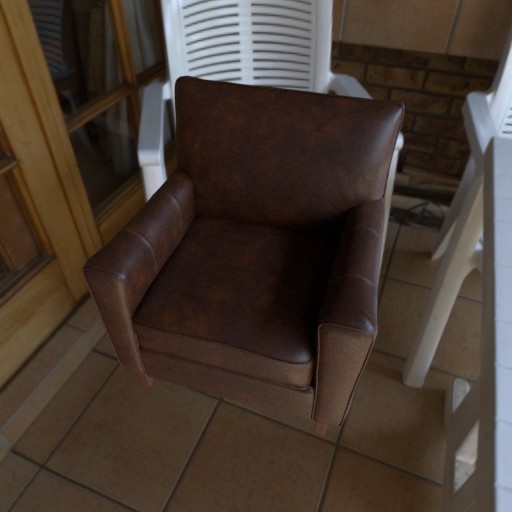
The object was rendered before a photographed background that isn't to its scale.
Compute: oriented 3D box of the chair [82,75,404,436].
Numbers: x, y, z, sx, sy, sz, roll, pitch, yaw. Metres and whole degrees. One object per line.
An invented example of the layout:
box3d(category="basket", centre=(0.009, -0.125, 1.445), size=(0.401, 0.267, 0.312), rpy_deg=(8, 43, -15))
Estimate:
box3d(category="chair", centre=(0.000, 0.000, 1.595), size=(0.870, 0.943, 0.823), rpy_deg=(11, 43, 12))
